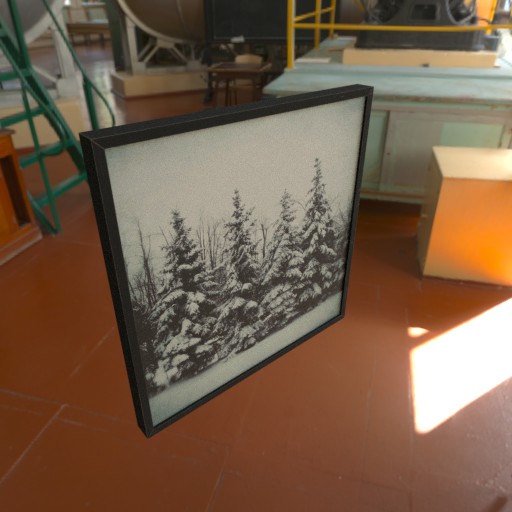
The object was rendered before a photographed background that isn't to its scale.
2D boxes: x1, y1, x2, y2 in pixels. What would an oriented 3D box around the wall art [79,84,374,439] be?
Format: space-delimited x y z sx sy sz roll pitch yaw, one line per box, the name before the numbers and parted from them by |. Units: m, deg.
wall art | 0.000 0.000 0.768 0.506 0.506 0.036 -23 38 -34
